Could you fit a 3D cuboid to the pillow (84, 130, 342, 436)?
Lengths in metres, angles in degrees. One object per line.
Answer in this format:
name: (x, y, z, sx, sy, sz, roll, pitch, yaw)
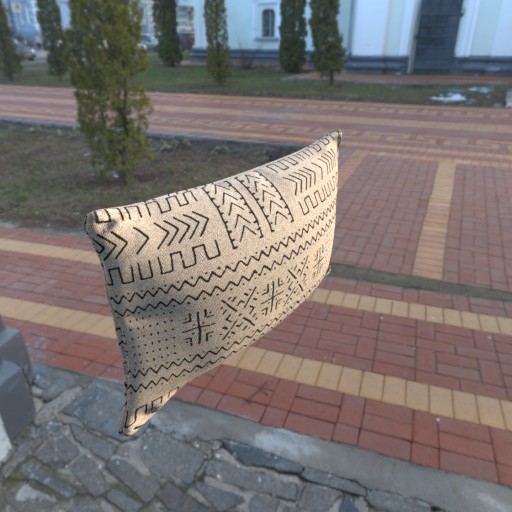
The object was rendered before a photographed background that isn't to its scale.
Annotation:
pillow: (0.000, 0.000, 0.795, 0.188, 0.352, 0.637, 18, 31, 32)
